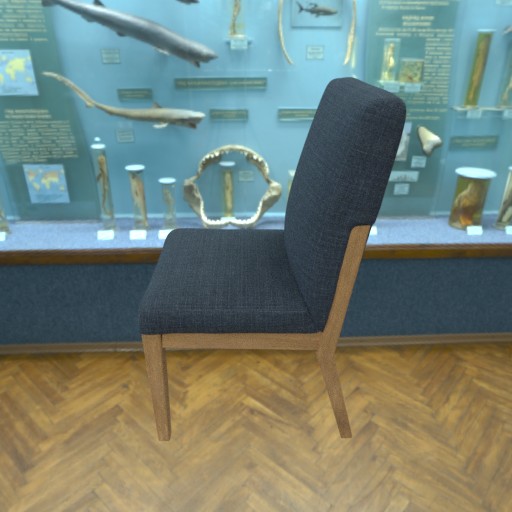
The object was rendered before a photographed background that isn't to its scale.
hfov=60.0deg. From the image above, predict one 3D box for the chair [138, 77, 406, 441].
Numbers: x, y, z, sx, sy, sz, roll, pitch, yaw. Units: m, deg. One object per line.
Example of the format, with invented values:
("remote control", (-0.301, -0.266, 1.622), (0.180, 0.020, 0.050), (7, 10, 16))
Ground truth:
("chair", (0.000, 0.000, 1.249), (0.586, 0.911, 0.507), (-1, 27, -1))
